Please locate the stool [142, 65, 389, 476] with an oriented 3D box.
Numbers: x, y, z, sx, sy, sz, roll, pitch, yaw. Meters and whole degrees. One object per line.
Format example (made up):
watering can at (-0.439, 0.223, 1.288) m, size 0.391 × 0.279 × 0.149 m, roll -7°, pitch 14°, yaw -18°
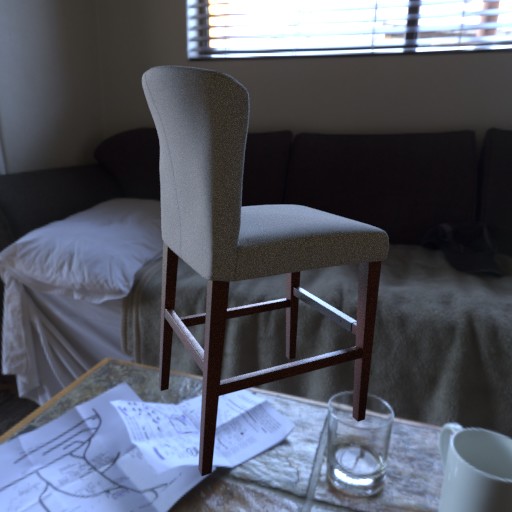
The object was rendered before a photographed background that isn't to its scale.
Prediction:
stool at (0.000, 0.000, 1.268) m, size 0.568 × 0.968 × 0.479 m, roll -8°, pitch 18°, yaw -25°
